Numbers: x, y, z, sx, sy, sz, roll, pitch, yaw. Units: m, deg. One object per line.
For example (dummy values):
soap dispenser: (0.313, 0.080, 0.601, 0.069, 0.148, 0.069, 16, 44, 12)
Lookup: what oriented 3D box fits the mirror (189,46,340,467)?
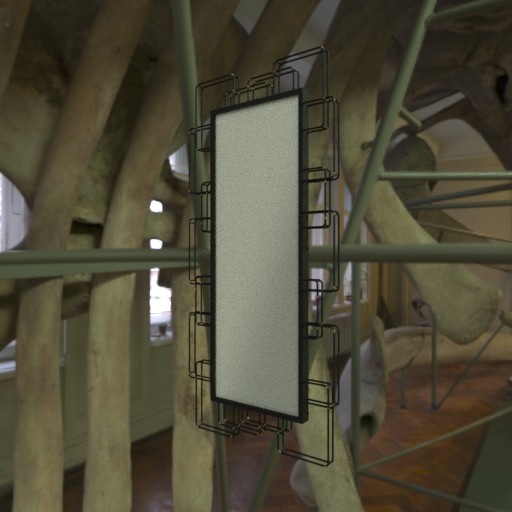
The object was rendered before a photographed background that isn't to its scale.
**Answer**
mirror: (0.000, 0.000, 1.410, 0.565, 1.192, 0.037, 0, 0, 36)
